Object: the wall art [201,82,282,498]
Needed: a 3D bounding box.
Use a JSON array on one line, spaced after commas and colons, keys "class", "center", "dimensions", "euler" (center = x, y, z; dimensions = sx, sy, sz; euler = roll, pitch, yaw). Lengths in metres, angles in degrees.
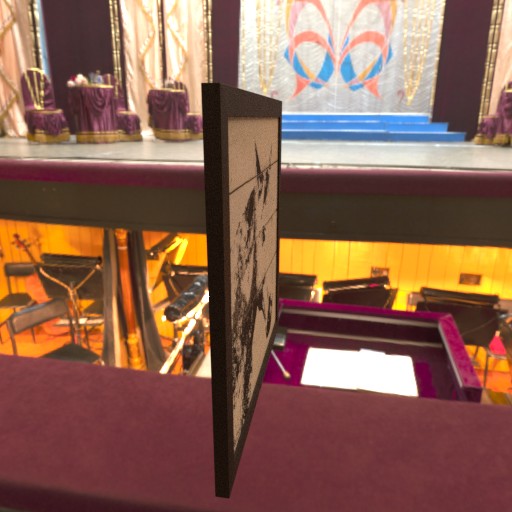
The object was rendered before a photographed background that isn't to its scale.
[{"class": "wall art", "center": [0.000, 0.000, 1.488], "dimensions": [0.038, 1.016, 1.016], "euler": [3, 18, 10]}]
